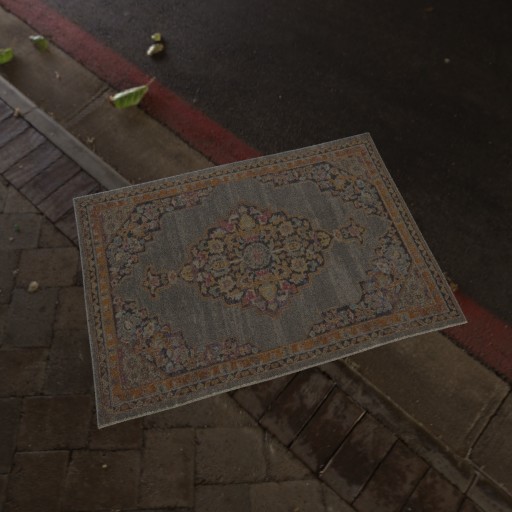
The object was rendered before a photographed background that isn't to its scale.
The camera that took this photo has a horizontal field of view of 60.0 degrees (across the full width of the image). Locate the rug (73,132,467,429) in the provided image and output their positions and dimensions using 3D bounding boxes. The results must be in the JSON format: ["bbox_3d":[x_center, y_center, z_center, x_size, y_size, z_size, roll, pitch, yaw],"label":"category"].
[{"bbox_3d":[0.000,0.000,3.761,2.901,0.026,2.043,-14,64,-7],"label":"rug"}]
